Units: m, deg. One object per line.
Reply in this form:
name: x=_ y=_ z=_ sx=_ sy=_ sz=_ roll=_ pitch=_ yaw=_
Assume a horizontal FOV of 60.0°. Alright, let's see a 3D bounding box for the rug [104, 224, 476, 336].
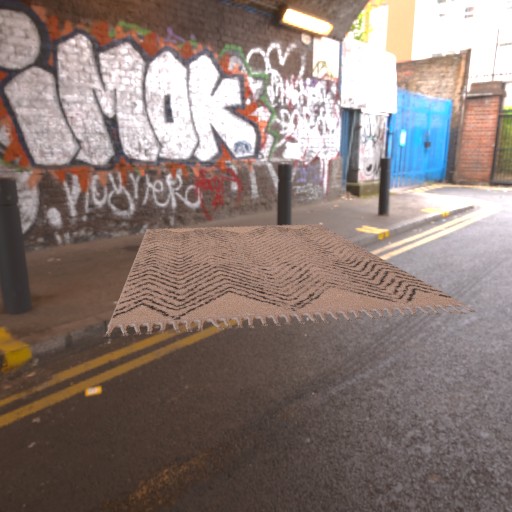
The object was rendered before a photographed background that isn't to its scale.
rug: x=0.000 y=0.000 z=2.288 sx=1.230 sy=0.014 sz=1.847 roll=-2 pitch=14 yaw=-9
